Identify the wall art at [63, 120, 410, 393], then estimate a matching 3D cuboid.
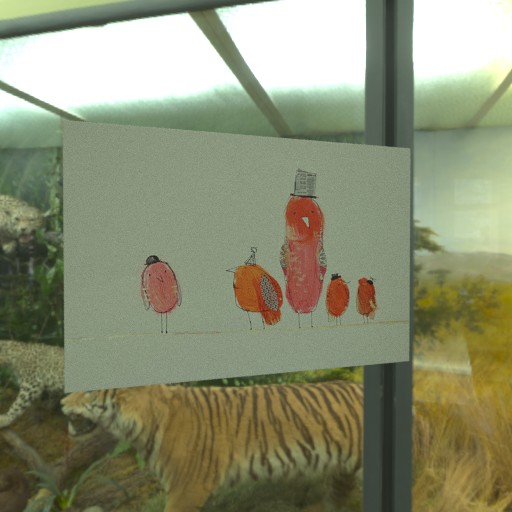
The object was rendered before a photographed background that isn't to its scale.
[{"bbox_3d":[0.000,0.000,1.148,0.914,0.609,0.038,0,1,-18],"label":"wall art"}]
